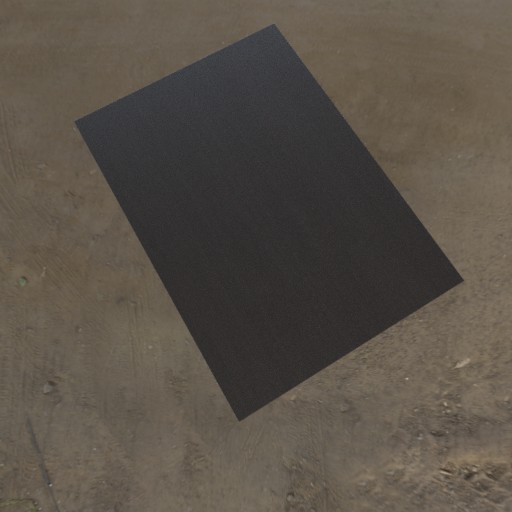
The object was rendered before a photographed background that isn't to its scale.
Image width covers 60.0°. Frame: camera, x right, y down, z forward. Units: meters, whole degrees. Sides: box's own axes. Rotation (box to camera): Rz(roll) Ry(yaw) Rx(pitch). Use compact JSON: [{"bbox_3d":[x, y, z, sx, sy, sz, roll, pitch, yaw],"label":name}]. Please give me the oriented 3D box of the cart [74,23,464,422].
[{"bbox_3d":[0.000,0.000,1.240,0.456,0.879,0.660,-30,76,-8],"label":"cart"}]
